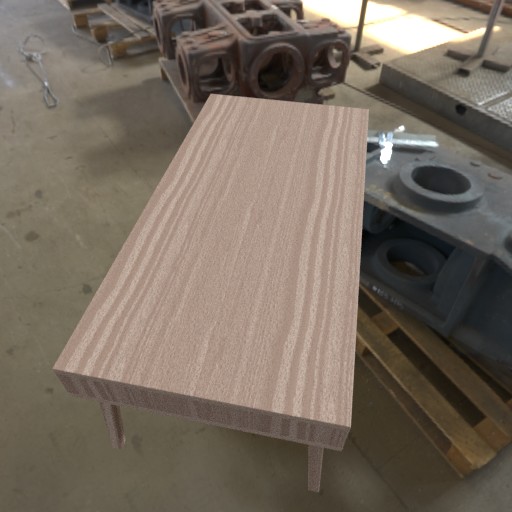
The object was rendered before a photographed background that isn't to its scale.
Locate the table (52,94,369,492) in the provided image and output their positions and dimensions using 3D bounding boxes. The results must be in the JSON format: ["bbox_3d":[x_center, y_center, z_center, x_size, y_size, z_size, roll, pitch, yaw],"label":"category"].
[{"bbox_3d":[0.000,0.000,1.423,0.600,0.450,1.200,8,47,8],"label":"table"}]
